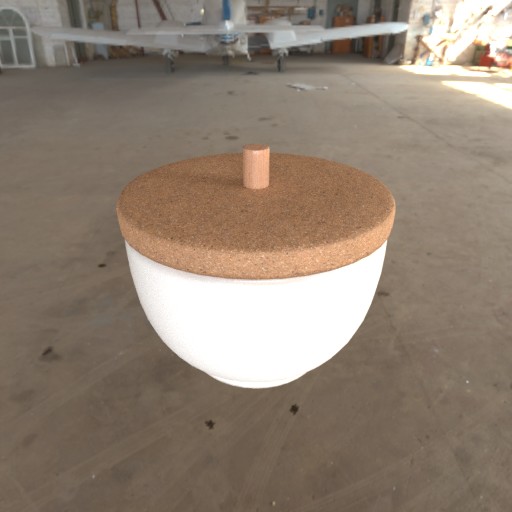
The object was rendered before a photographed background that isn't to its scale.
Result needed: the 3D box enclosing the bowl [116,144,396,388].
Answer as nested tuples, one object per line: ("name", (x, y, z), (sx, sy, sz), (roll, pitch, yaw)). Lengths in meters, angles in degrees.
("bowl", (0.000, 0.000, 0.224), (0.126, 0.110, 0.126), (0, 29, 0))
